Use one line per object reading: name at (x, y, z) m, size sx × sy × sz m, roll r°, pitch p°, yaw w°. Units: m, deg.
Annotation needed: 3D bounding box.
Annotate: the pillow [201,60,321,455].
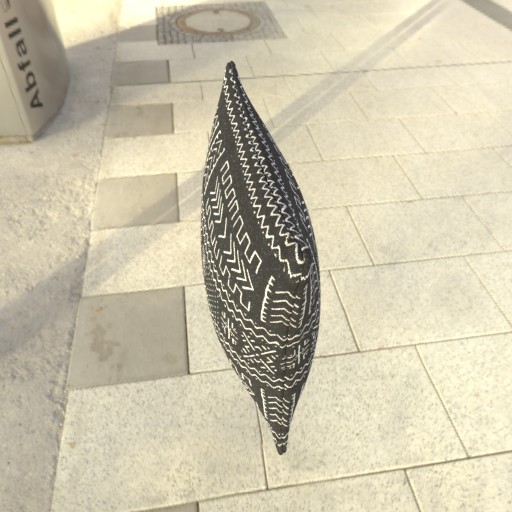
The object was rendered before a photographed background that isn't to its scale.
pillow at (0.000, 0.000, 0.671) m, size 0.164 × 0.430 × 0.438 m, roll -8°, pitch 46°, yaw -8°
